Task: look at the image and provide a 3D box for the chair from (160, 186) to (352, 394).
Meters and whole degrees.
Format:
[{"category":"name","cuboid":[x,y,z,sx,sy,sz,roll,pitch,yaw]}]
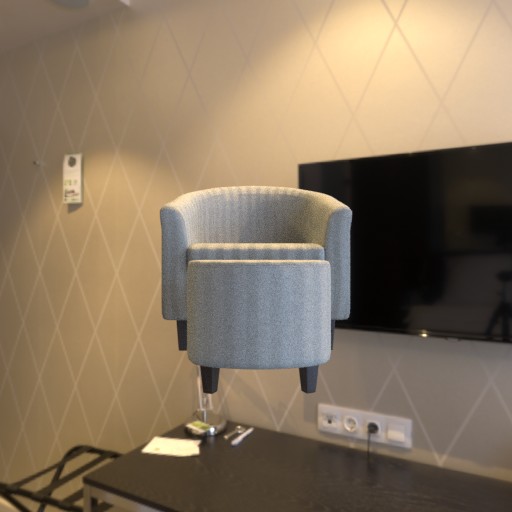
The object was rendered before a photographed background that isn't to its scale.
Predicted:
[{"category":"chair","cuboid":[0.000,0.000,1.770,0.756,0.757,1.288,0,0,-1]}]
